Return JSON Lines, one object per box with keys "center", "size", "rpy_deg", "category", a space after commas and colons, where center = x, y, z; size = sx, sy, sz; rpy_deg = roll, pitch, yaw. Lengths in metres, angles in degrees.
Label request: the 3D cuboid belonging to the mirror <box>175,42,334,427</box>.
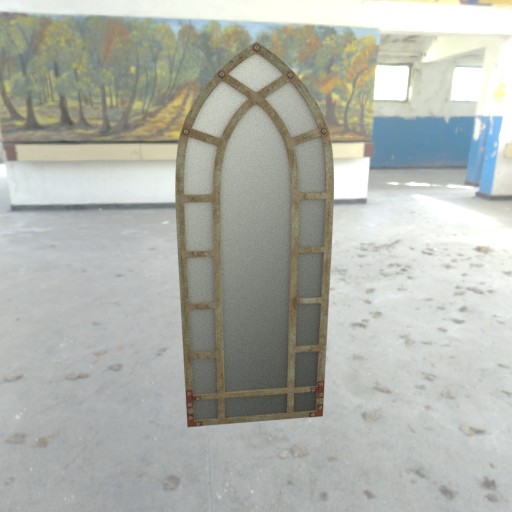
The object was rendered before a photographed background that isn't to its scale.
{"center": [0.000, 0.000, 1.339], "size": [0.464, 1.175, 0.025], "rpy_deg": [-2, 18, -7], "category": "mirror"}
